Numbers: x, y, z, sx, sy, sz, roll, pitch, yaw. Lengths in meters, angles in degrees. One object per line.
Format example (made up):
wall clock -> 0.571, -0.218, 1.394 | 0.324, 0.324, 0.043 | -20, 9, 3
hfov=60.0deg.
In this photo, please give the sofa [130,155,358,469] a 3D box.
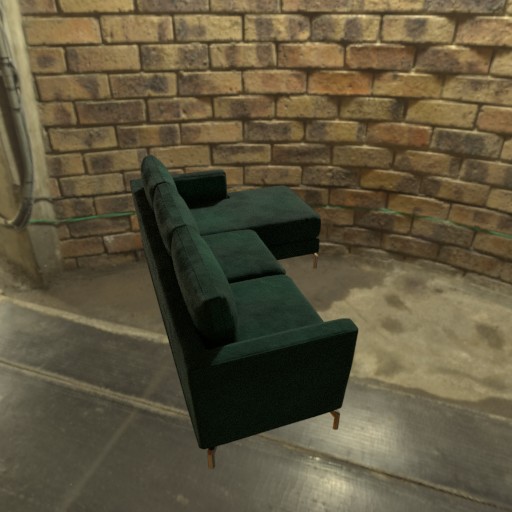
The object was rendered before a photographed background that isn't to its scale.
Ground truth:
sofa -> 0.000, 0.000, 3.213 | 1.489, 1.007, 2.441 | -10, 32, -17
